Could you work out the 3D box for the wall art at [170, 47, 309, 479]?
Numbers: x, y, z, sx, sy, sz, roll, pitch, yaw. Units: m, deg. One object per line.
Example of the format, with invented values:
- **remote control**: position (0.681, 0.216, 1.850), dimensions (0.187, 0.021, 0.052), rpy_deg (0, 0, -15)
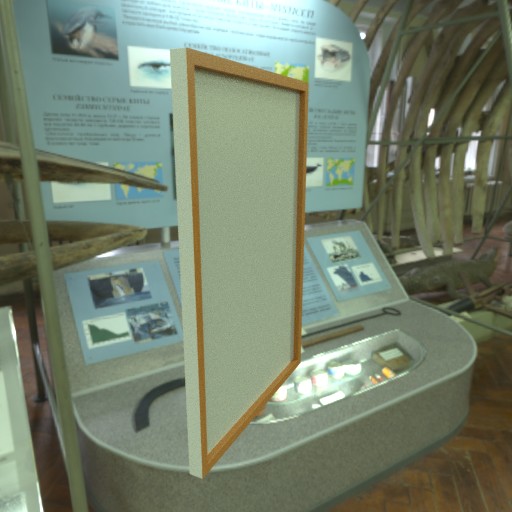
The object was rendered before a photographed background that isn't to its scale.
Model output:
- **wall art**: position (0.000, 0.000, 0.778), dimensions (0.025, 0.608, 0.405), rpy_deg (8, 17, 26)
